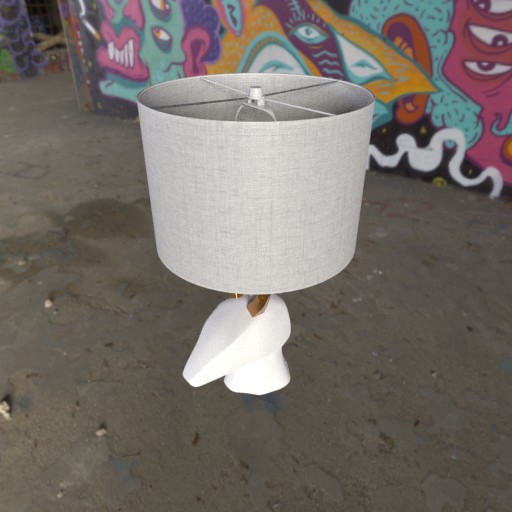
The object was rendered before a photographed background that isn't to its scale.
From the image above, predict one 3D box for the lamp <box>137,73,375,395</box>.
[{"bbox_3d":[0.000,0.000,0.695,0.298,0.503,0.298,-20,37,-30],"label":"lamp"}]
